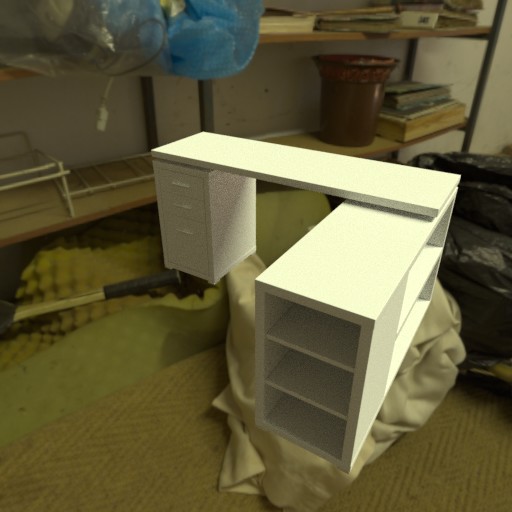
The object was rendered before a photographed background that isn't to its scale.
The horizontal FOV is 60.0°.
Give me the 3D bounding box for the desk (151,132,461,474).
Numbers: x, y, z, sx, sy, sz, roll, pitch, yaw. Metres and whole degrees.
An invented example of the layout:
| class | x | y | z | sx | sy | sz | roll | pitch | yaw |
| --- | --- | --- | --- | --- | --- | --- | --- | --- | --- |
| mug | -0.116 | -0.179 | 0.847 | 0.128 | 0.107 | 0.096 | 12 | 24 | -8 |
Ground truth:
| class | x | y | z | sx | sy | sz | roll | pitch | yaw |
| --- | --- | --- | --- | --- | --- | --- | --- | --- | --- |
| desk | 0.000 | 0.000 | 2.177 | 1.524 | 0.753 | 1.200 | 17 | 34 | 27 |
